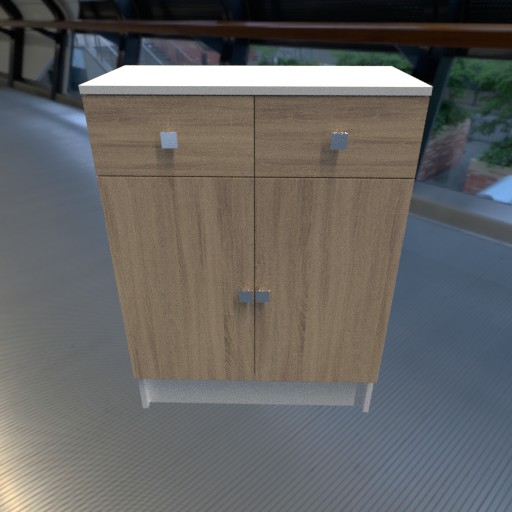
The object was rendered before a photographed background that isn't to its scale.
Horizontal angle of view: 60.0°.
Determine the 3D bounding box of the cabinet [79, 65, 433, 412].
[{"bbox_3d":[0.000,0.000,1.069,0.600,0.815,0.296,1,30,1],"label":"cabinet"}]
